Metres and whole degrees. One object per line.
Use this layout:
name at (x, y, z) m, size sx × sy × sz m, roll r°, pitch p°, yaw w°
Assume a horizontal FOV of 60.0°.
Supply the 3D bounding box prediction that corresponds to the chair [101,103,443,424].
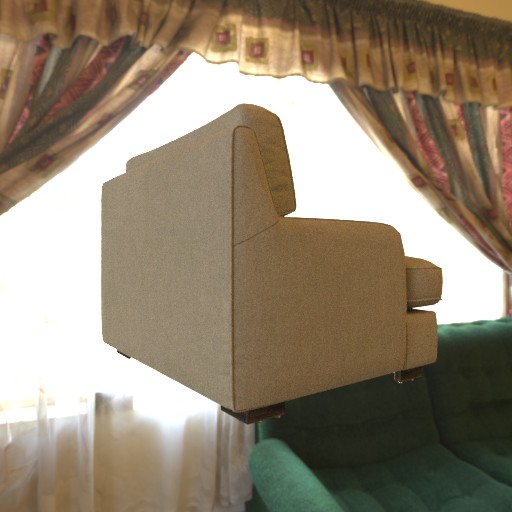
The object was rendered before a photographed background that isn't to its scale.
chair at (0.000, 0.000, 1.983) m, size 1.043 × 0.974 × 1.270 m, roll 0°, pitch 0°, yaw -36°
